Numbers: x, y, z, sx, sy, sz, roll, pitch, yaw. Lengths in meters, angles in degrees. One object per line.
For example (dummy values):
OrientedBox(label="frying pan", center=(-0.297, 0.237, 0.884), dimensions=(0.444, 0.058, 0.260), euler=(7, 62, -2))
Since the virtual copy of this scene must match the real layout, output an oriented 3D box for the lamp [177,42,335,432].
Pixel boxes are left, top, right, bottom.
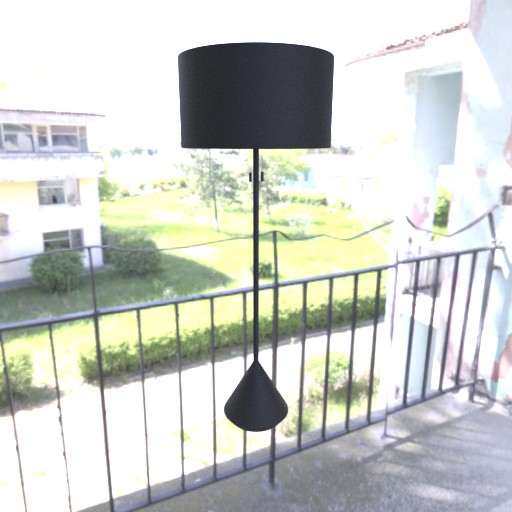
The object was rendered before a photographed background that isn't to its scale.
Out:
OrientedBox(label="lamp", center=(0.000, 0.000, 1.848), dimensions=(0.580, 1.526, 0.580), euler=(-7, 16, -26))
